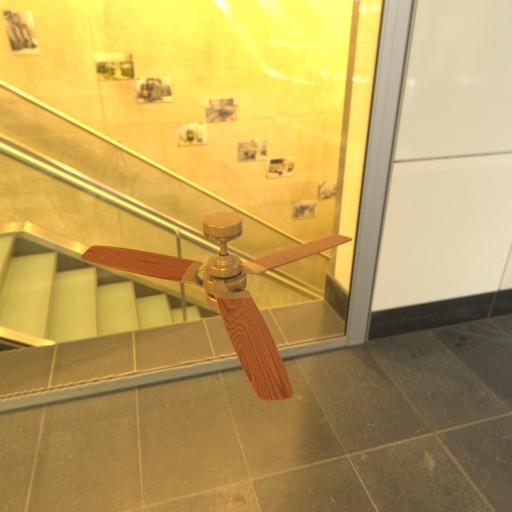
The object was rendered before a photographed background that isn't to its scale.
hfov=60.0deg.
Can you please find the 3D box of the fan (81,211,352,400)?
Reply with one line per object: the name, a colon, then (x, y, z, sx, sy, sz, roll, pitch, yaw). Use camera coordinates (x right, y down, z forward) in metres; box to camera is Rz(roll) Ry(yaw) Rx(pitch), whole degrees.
fan: (0.000, 0.000, 2.069, 1.271, 0.425, 1.416, -18, 33, -31)
